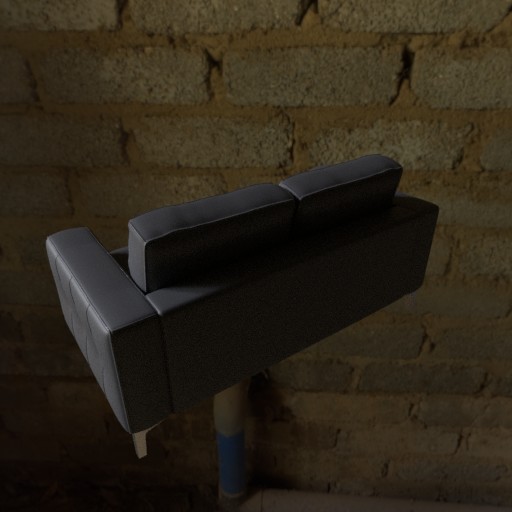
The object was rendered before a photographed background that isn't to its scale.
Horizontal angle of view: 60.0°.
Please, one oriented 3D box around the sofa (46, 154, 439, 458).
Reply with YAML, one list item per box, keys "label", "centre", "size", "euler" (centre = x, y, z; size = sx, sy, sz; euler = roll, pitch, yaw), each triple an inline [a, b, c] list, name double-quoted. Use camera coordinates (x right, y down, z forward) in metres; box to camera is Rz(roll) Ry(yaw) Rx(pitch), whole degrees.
- label: "sofa"
  centre: [0.000, 0.000, 2.165]
  size: [1.726, 0.893, 0.833]
  euler: [-19, 35, -30]
